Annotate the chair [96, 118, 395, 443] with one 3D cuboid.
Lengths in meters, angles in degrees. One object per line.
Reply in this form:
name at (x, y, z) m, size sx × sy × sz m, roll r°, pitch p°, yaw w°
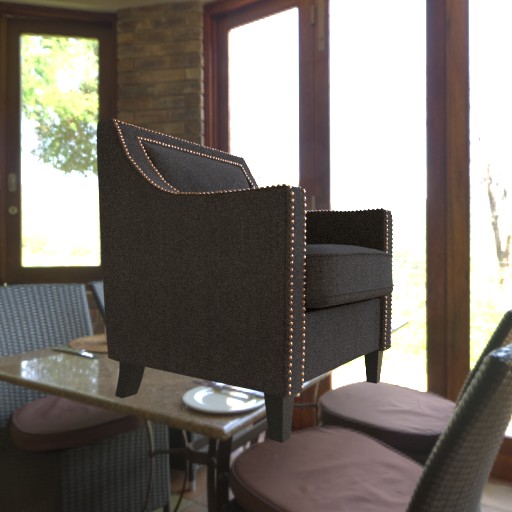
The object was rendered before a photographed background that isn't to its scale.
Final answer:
chair at (0.000, 0.000, 1.623) m, size 0.884 × 0.967 × 0.776 m, roll 0°, pitch 0°, yaw 36°
